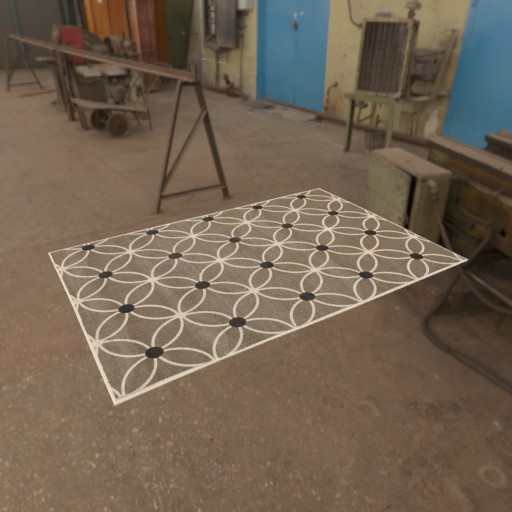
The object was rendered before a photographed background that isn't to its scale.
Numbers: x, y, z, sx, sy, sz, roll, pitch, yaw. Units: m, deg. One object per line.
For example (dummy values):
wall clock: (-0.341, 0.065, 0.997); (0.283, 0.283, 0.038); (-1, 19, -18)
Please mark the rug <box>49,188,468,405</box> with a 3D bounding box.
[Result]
rug: (0.000, 0.000, 2.884); (2.284, 0.008, 1.522); (-17, 33, -27)
